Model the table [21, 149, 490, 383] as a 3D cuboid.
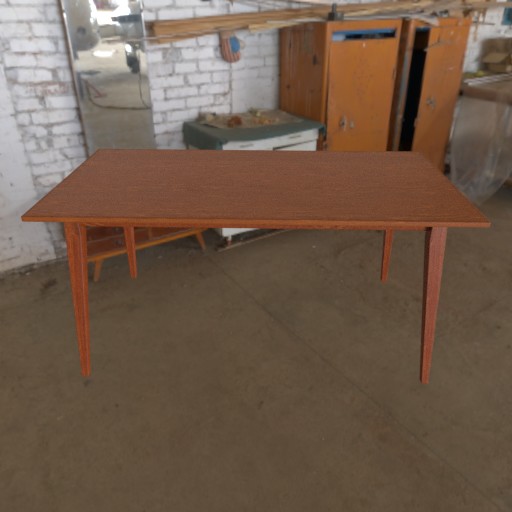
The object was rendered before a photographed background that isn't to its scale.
[{"bbox_3d":[0.000,0.000,2.053,1.609,0.755,0.811,1,30,1],"label":"table"}]
